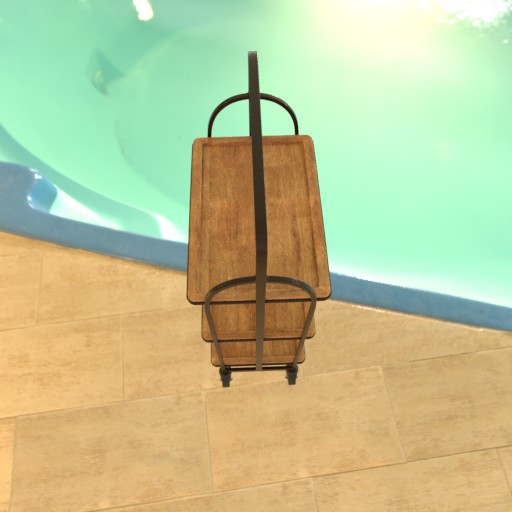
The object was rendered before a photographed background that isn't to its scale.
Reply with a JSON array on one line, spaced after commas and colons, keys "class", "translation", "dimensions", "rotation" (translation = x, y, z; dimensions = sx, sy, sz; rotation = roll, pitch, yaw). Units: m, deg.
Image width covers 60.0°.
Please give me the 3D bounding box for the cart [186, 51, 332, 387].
[{"class": "cart", "translation": [0.000, 0.000, 1.275], "dimensions": [0.327, 1.001, 0.553], "rotation": [-2, 63, -1]}]
